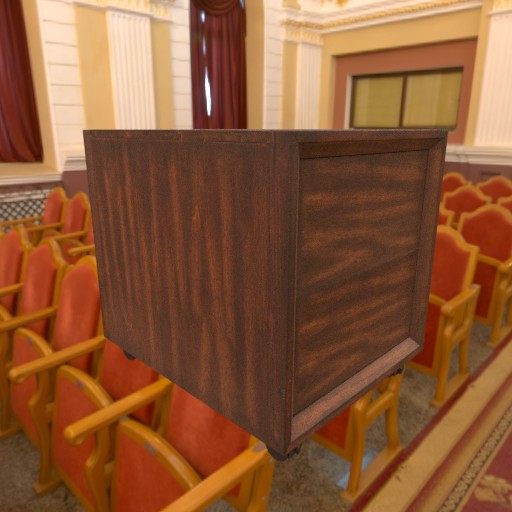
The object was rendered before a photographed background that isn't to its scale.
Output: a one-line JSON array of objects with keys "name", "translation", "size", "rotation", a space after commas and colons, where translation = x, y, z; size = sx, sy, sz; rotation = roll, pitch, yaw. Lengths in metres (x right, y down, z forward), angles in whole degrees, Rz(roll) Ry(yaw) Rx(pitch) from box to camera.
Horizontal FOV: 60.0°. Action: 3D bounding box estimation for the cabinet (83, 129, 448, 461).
[{"name": "cabinet", "translation": [0.000, 0.000, 0.829], "size": [0.500, 0.455, 0.402], "rotation": [15, 22, 43]}]
